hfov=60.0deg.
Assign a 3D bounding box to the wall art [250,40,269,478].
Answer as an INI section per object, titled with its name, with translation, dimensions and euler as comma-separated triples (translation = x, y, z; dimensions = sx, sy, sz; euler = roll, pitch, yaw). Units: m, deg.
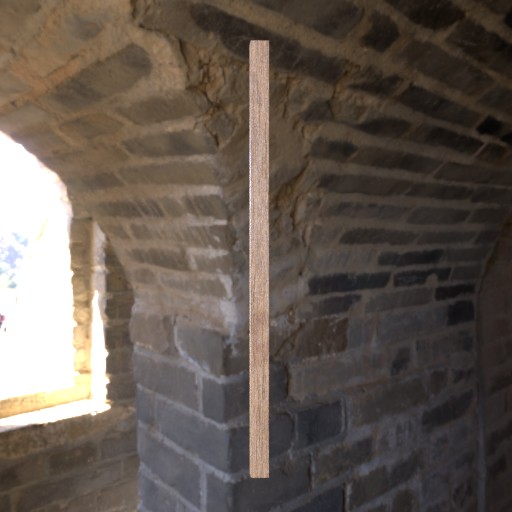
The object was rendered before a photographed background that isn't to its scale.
[wall art]
translation = 0.000, 0.000, 0.940
dimensions = 0.026, 0.588, 0.690
euler = 0, 1, -1
